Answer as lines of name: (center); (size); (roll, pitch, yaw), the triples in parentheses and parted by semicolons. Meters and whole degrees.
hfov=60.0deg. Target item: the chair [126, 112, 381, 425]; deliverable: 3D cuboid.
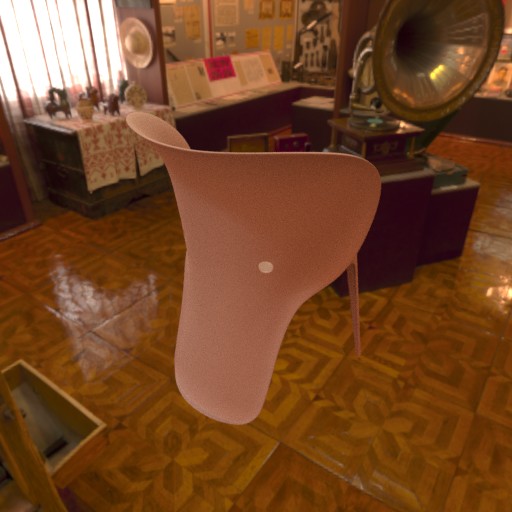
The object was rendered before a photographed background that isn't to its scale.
chair: (0.000, 0.000, 0.892); (0.451, 0.554, 0.402); (21, 36, 32)
